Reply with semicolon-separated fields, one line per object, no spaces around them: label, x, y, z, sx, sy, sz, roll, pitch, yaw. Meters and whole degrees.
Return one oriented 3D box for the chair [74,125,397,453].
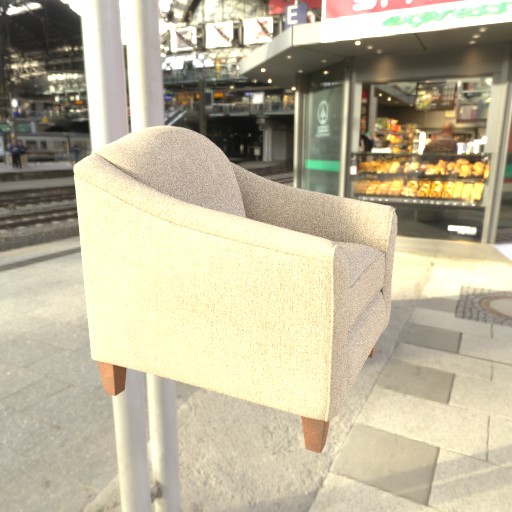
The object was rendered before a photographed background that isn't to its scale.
chair;0.000;0.000;1.460;0.787;0.839;0.763;7;15;26
